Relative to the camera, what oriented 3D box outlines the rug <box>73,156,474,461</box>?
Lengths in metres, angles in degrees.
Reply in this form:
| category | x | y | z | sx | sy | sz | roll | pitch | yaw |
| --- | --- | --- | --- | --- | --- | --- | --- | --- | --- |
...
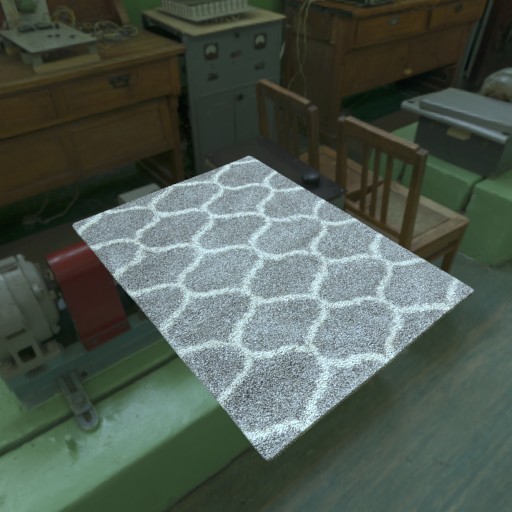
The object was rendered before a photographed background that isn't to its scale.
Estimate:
| category | x | y | z | sx | sy | sz | roll | pitch | yaw |
| --- | --- | --- | --- | --- | --- | --- | --- | --- | --- |
| rug | 0.000 | 0.000 | 2.142 | 1.200 | 0.025 | 1.600 | -28 | 48 | -29 |
